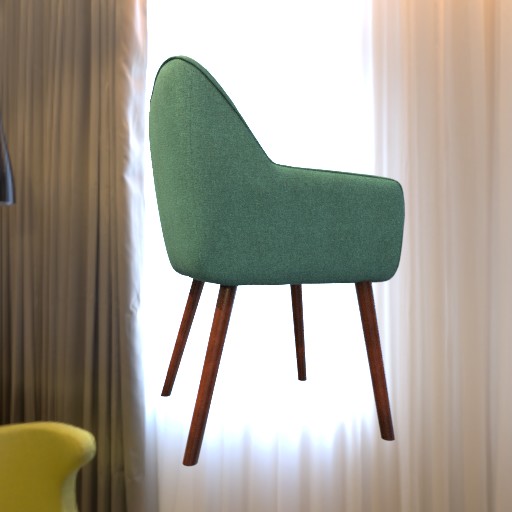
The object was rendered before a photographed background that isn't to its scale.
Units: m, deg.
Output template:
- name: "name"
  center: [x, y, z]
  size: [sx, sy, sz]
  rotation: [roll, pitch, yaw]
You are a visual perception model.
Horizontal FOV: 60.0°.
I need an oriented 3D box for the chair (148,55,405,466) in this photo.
- name: "chair"
  center: [0.000, 0.000, 1.128]
  size: [0.519, 0.803, 0.543]
  rotation: [0, 1, -18]
